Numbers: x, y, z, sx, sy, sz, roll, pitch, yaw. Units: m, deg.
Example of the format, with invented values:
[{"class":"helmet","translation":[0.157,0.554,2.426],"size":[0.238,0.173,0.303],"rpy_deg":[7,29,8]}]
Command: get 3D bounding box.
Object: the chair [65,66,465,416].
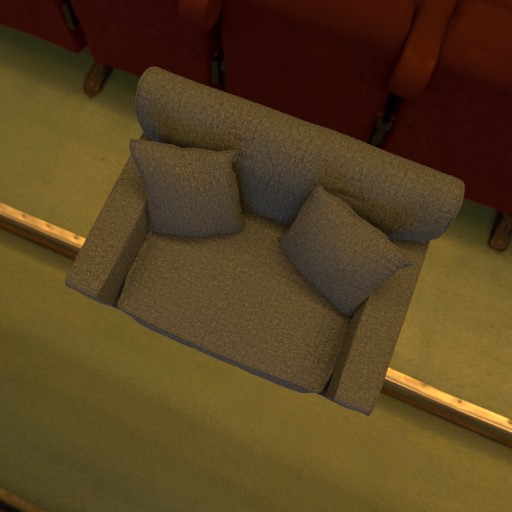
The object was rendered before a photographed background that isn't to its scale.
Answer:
[{"class":"chair","translation":[0.000,0.000,2.055],"size":[1.383,0.948,1.000],"rpy_deg":[22,77,5]}]
